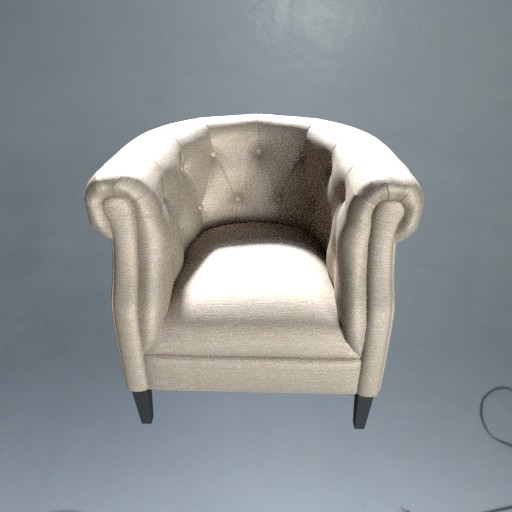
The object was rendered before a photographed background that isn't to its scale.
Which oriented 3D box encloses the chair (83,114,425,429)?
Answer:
[{"bbox_3d":[0.000,0.000,1.563,0.905,0.827,0.852,1,30,1],"label":"chair"}]
